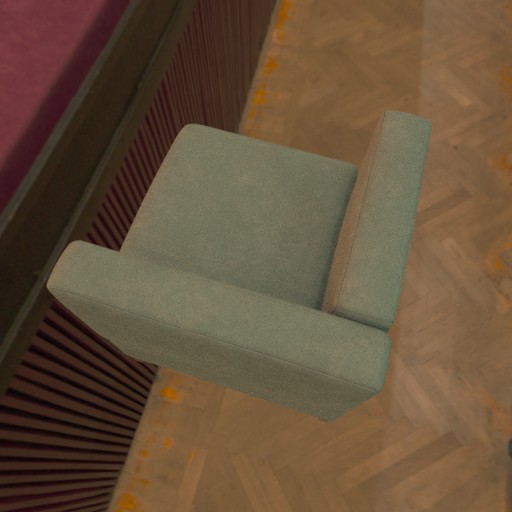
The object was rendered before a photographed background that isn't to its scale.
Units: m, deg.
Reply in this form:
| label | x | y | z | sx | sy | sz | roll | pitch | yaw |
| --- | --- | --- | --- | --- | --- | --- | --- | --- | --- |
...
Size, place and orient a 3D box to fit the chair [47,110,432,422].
| label | x | y | z | sx | sy | sz | roll | pitch | yaw |
| --- | --- | --- | --- | --- | --- | --- | --- | --- | --- |
| chair | 0.000 | 0.000 | 1.211 | 0.680 | 0.660 | 0.680 | 16 | 66 | 7 |
